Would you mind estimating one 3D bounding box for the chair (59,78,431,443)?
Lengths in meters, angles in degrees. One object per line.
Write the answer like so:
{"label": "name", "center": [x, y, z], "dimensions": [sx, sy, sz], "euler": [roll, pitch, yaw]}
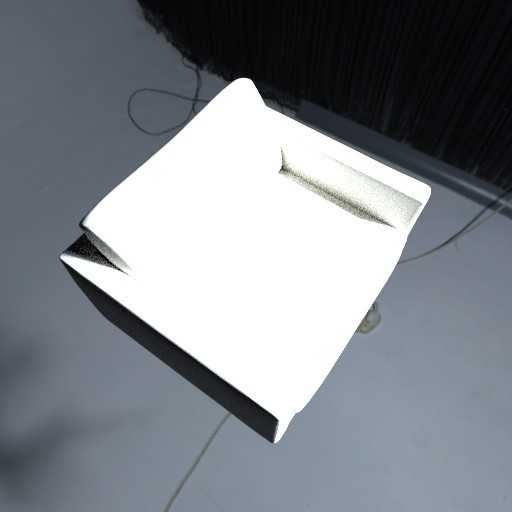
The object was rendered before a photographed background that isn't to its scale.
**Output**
{"label": "chair", "center": [0.000, 0.000, 1.634], "dimensions": [0.875, 0.806, 0.964], "euler": [32, 65, 17]}
